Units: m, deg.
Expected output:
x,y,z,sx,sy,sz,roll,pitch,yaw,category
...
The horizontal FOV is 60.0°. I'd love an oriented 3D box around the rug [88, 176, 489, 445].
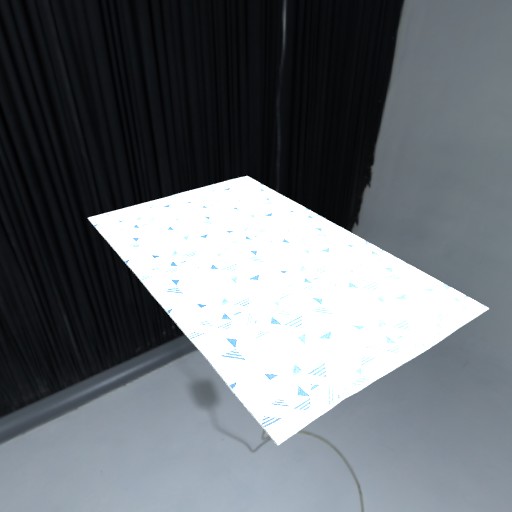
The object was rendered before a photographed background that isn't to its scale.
x,y,z,sx,sy,sz,roll,pitch,yaw,category
0.000,0.000,2.994,1.512,0.009,2.457,-20,37,-29,rug
